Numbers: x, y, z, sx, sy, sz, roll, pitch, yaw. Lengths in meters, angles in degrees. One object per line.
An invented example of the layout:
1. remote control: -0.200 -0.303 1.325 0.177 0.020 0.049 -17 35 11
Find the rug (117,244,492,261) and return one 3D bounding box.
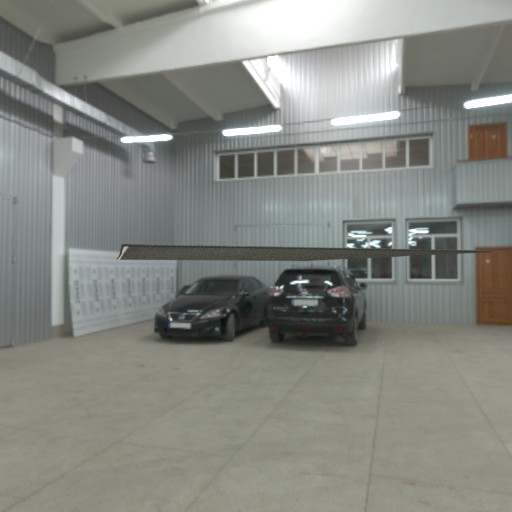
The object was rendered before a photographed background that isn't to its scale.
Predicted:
1. rug: 0.000 0.000 4.129 2.456 0.021 3.068 1 -2 -18
